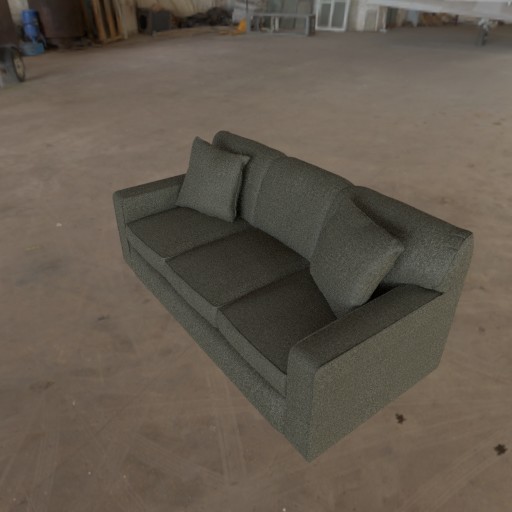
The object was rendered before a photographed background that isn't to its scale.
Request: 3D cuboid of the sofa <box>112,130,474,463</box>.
[{"bbox_3d":[0.000,0.000,2.605,0.997,0.958,2.024,-21,38,-30],"label":"sofa"}]
